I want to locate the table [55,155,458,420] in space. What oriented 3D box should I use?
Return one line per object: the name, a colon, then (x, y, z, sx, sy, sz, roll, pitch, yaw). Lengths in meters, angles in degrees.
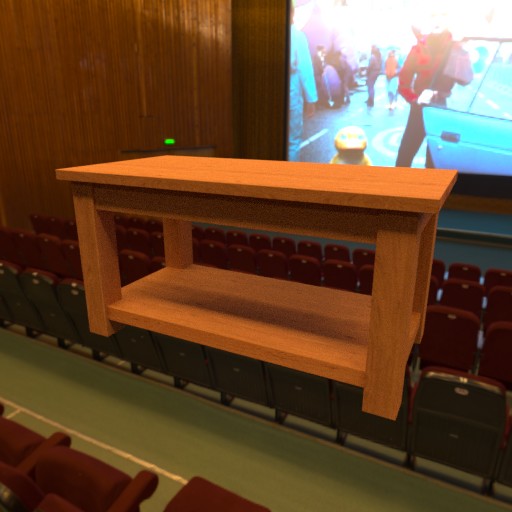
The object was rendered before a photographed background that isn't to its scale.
table: (0.000, 0.000, 1.174, 0.899, 0.452, 0.450, 9, 20, 26)
